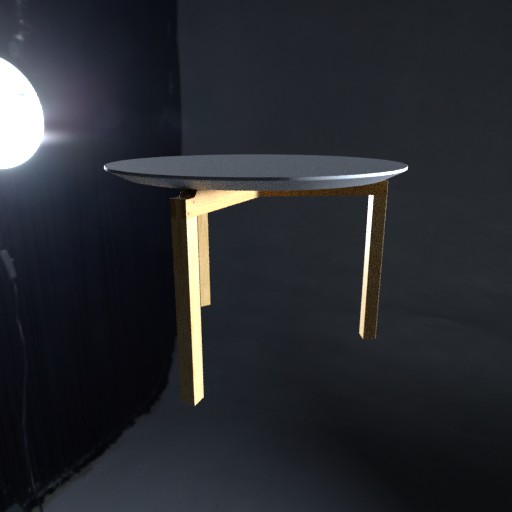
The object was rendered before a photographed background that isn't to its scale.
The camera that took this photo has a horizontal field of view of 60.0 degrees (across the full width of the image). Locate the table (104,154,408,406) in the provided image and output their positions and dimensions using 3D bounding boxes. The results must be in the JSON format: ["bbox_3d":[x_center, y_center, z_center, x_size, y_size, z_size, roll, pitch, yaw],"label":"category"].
[{"bbox_3d":[0.000,0.000,0.977,0.600,0.405,0.600,0,16,0],"label":"table"}]
